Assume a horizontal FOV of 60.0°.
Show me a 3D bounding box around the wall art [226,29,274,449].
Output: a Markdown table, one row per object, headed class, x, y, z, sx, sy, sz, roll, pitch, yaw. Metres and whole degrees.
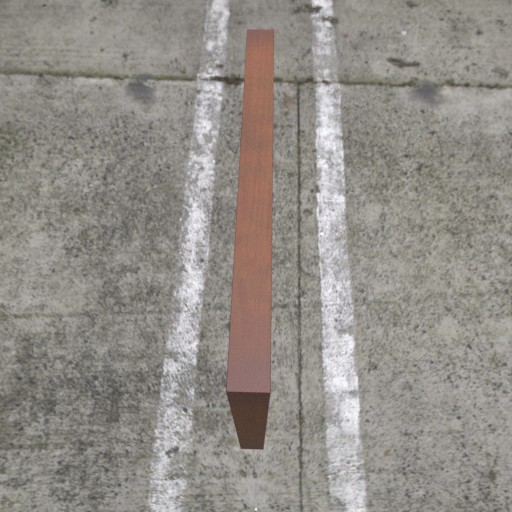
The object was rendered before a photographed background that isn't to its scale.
| class | x | y | z | sx | sy | sz | roll | pitch | yaw |
| --- | --- | --- | --- | --- | --- | --- | --- | --- | --- |
| wall art | 0.000 | 0.000 | 0.543 | 0.030 | 0.328 | 0.401 | 1 | 60 | 1 |
